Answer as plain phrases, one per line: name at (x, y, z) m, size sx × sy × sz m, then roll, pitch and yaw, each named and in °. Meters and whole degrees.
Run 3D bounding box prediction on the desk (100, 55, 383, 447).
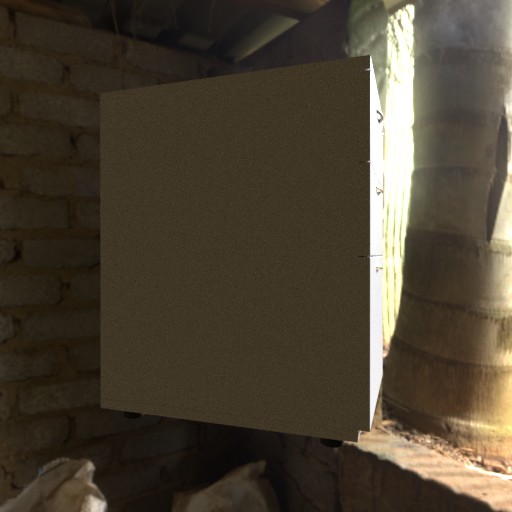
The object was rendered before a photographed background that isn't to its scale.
desk at (0.000, 0.000, 1.087) m, size 0.600 × 0.730 × 0.404 m, roll 0°, pitch 0°, yaw 19°
